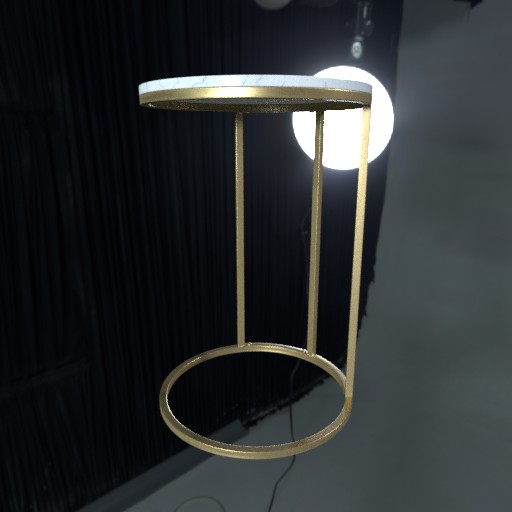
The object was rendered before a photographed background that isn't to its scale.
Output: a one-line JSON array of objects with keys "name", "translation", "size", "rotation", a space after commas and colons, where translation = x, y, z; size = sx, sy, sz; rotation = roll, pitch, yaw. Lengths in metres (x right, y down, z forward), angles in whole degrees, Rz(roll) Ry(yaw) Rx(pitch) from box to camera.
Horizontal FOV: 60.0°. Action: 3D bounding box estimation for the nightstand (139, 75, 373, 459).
[{"name": "nightstand", "translation": [0.000, 0.000, 0.862], "size": [0.400, 0.610, 0.400], "rotation": [14, 21, 42]}]
